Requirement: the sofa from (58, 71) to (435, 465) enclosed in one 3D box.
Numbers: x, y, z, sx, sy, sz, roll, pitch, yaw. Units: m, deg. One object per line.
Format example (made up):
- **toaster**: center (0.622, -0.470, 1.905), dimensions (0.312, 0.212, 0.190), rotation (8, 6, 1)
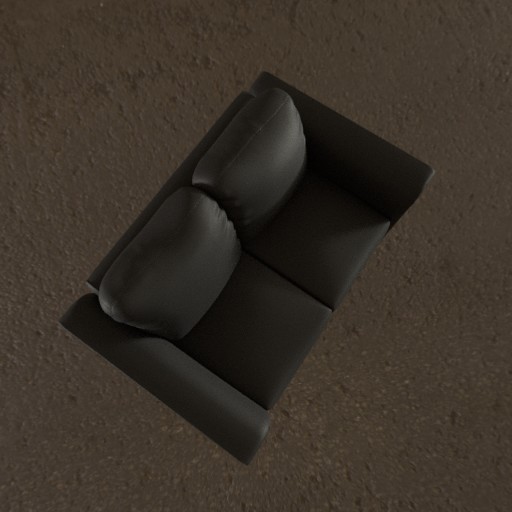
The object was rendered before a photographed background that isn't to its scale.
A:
- **sofa**: center (0.000, 0.000, 1.947), dimensions (0.887, 0.845, 1.386), rotation (34, 76, 9)
